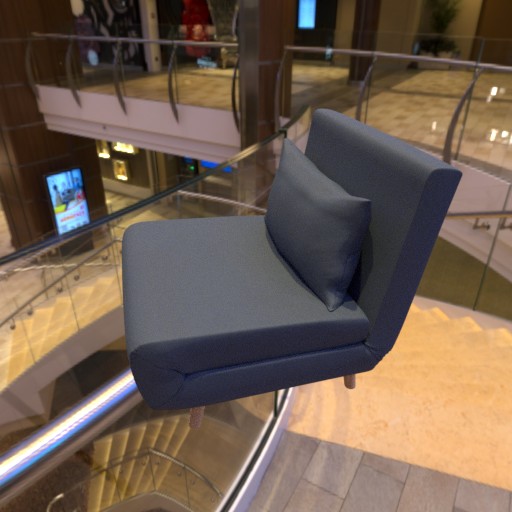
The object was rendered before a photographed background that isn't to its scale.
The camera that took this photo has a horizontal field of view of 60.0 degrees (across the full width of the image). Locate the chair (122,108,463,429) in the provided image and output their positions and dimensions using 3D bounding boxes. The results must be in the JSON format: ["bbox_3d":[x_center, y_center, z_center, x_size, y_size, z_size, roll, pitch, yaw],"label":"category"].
[{"bbox_3d":[0.000,0.000,1.512,0.900,0.808,0.770,-8,30,-14],"label":"chair"}]
